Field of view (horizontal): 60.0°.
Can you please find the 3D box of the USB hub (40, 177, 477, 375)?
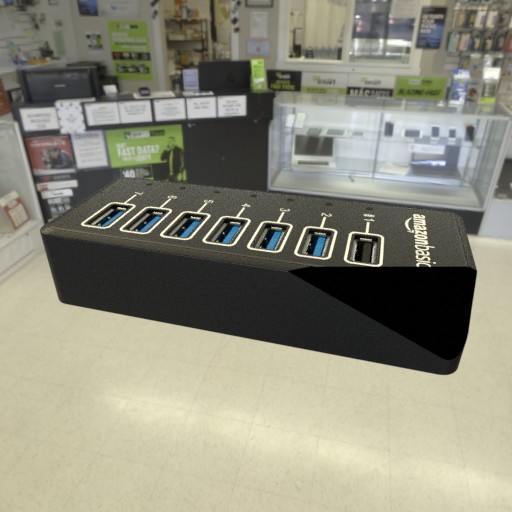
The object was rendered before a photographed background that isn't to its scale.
[{"bbox_3d":[0.000,0.000,0.127,0.110,0.023,0.044,8,31,14],"label":"USB hub"}]
